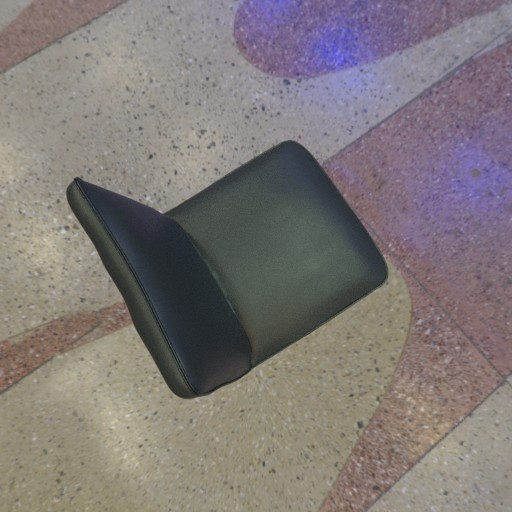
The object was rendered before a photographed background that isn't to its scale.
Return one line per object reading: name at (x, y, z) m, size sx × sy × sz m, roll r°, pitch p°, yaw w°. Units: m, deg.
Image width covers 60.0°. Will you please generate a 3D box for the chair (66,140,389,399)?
chair at (0.000, 0.000, 1.224) m, size 0.645 × 0.801 × 0.543 m, roll -36°, pitch 79°, yaw -8°
